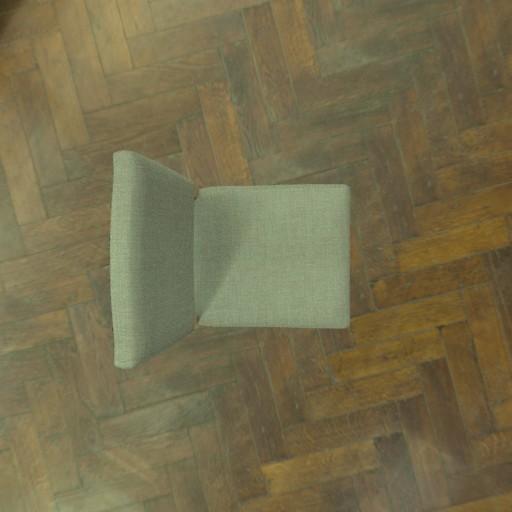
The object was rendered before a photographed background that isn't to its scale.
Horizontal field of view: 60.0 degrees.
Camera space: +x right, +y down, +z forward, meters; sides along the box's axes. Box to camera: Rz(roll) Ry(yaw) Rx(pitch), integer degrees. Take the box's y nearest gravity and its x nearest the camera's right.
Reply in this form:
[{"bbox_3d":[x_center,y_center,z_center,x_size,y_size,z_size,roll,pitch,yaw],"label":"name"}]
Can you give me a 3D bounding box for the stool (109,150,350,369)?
[{"bbox_3d":[0.000,0.000,1.474,0.585,1.203,0.445,0,91,0],"label":"stool"}]
